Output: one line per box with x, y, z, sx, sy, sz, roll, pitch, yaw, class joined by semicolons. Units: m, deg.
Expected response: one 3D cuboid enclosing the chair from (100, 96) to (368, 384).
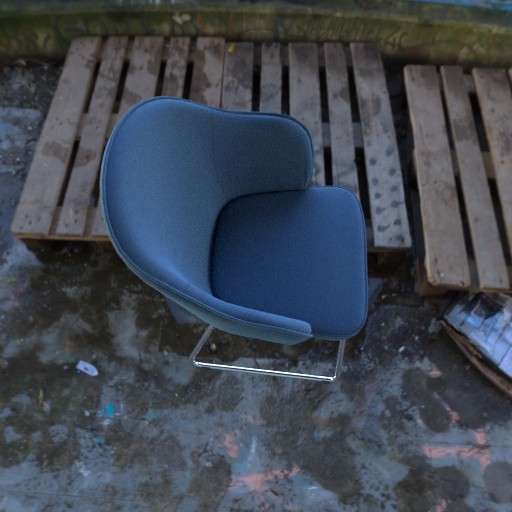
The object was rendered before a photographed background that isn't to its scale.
0.000;0.000;1.198;0.585;0.815;0.570;3;63;2;chair
